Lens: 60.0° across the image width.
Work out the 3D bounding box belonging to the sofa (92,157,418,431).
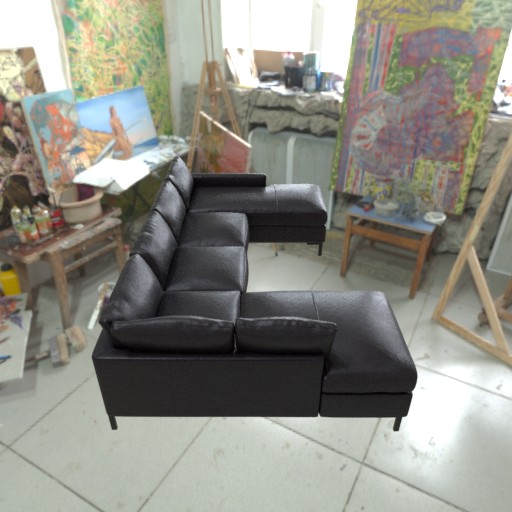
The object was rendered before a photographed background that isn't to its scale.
[{"bbox_3d":[0.000,0.000,3.891,1.939,0.900,2.956,0,32,0],"label":"sofa"}]
